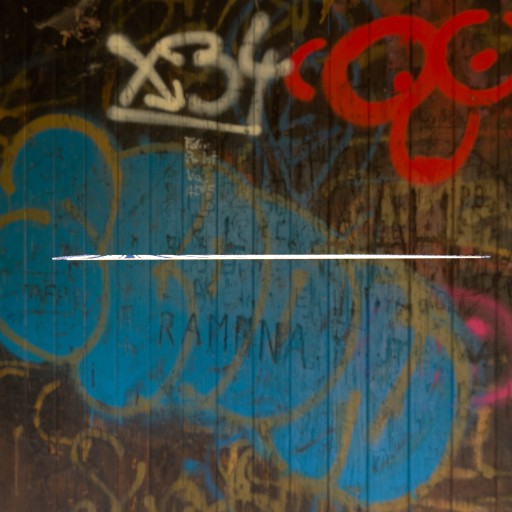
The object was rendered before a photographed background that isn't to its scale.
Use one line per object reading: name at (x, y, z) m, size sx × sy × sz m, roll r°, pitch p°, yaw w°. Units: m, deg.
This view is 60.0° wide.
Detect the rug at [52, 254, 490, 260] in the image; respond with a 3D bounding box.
rug at (0.000, 0.000, 4.417) m, size 3.416 × 0.016 × 2.471 m, roll 0°, pitch 1°, yaw -16°
